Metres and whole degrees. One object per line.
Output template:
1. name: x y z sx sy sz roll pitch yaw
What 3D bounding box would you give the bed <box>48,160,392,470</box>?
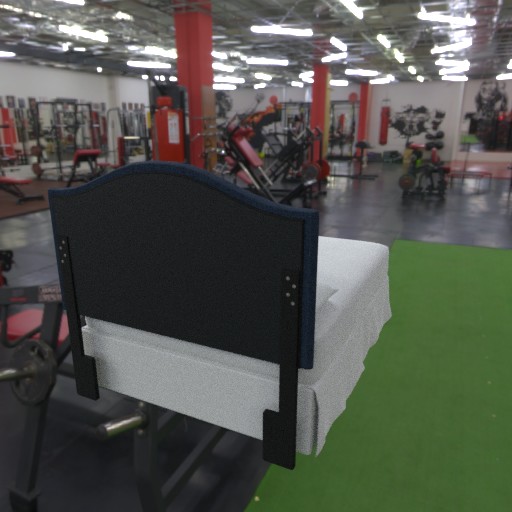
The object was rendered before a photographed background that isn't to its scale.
1. bed: 0.000 0.000 3.279 1.725 1.518 2.153 8 18 25
